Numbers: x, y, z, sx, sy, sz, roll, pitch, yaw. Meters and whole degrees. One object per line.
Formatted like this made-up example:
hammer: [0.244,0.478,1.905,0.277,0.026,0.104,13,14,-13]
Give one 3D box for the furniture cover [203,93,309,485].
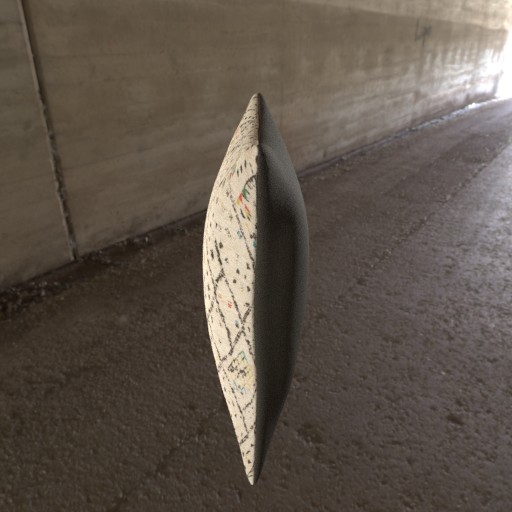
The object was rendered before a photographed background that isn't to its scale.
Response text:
furniture cover: [0.000,0.000,0.778,0.180,0.498,0.525,0,27,0]
